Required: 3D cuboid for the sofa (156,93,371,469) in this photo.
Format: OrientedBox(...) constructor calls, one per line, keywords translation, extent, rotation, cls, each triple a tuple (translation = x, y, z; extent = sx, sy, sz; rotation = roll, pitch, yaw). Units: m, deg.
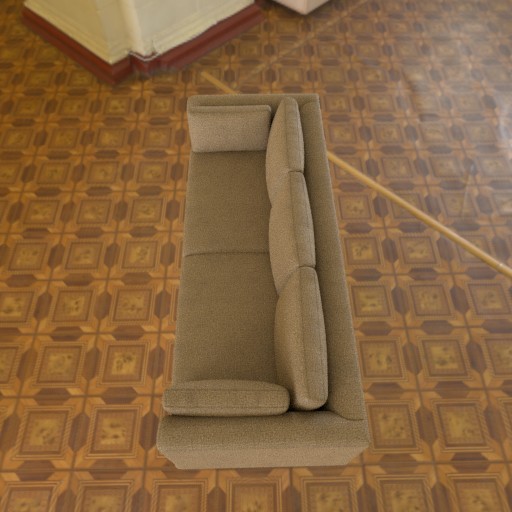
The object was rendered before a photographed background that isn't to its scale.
OrientedBox(translation=(0.000, 0.000, 2.868), extent=(0.969, 0.867, 2.415), rotation=(-1, 58, -1), cls="sofa")
